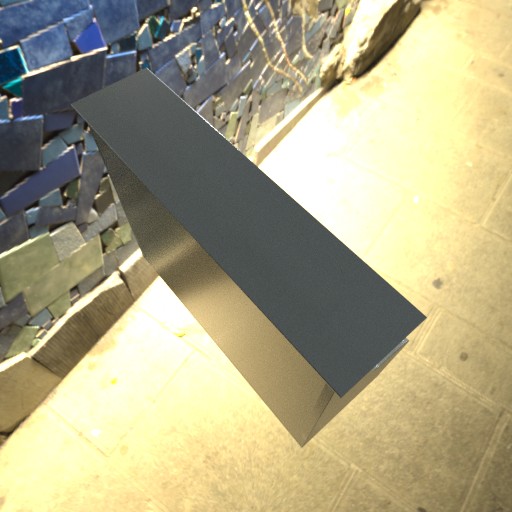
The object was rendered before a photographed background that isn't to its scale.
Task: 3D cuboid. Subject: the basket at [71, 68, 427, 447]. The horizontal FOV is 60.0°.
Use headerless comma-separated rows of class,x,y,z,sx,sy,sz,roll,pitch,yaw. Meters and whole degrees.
basket,0.000,0.000,1.079,0.350,0.600,0.780,-36,65,-20
